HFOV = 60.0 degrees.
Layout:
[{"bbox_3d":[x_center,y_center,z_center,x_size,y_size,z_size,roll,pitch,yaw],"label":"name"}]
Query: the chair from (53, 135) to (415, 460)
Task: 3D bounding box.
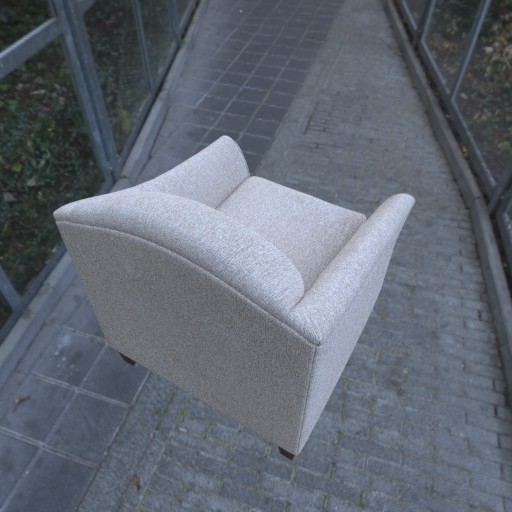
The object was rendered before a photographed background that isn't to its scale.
[{"bbox_3d":[0.000,0.000,1.432,0.763,0.839,0.787,23,50,21],"label":"chair"}]
